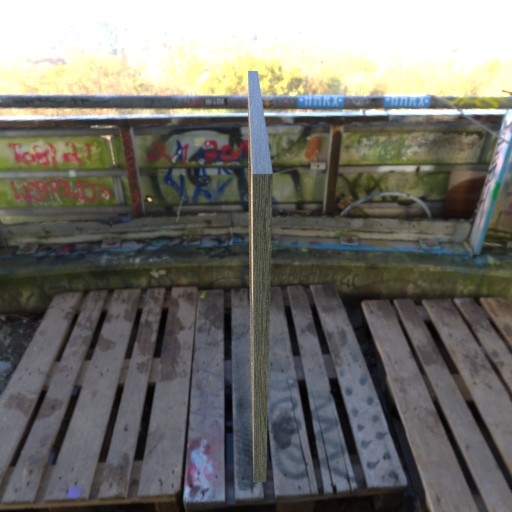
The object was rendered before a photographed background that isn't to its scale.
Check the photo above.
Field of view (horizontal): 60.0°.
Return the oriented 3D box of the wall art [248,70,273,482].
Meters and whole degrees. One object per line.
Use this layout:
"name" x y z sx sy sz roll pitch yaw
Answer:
"wall art" 0.000 0.000 0.763 0.019 0.508 0.508 -1 33 -1
